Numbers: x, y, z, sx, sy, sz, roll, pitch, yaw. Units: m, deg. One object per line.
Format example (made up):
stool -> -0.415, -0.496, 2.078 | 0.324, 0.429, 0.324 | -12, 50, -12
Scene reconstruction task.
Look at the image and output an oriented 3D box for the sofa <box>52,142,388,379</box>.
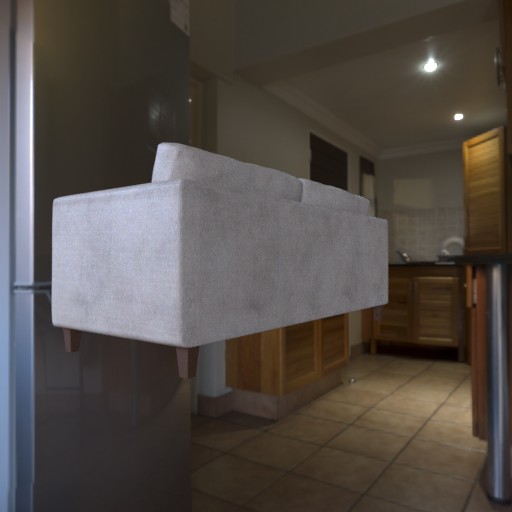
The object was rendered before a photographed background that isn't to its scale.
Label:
sofa -> 0.000, 0.000, 2.794 | 0.951, 0.965, 2.208 | 0, -1, 36
